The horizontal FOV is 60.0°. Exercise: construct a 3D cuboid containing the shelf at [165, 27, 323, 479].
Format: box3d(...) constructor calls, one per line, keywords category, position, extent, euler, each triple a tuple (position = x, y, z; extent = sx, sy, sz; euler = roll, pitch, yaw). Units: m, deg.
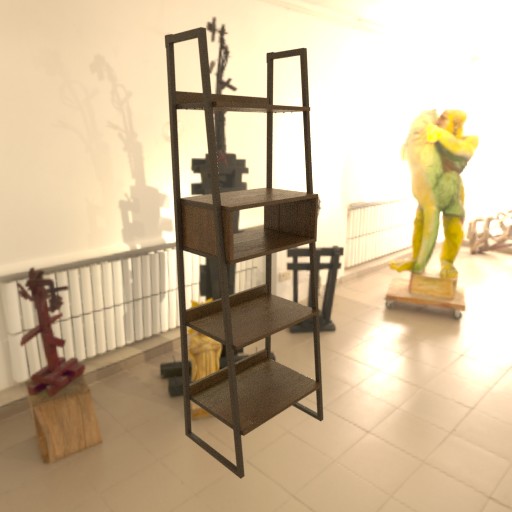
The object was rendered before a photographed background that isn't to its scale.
box3d(category="shelf", position=(0.000, 0.000, 2.232), extent=(0.652, 2.005, 0.454), euler=(-15, 21, -42))
